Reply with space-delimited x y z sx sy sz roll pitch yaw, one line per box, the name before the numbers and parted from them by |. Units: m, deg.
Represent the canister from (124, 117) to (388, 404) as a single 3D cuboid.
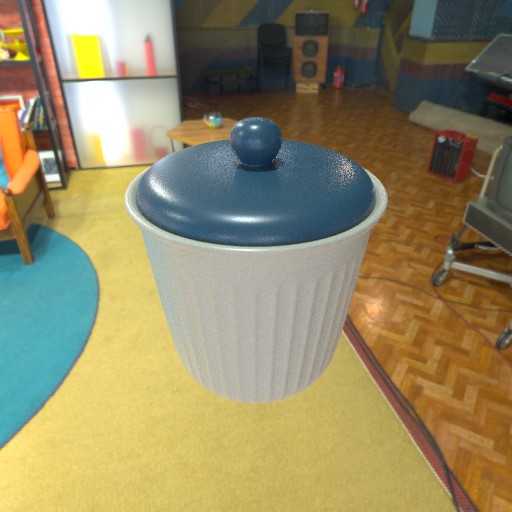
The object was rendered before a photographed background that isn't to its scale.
canister | 0.000 0.000 0.344 0.181 0.211 0.181 0 32 0
